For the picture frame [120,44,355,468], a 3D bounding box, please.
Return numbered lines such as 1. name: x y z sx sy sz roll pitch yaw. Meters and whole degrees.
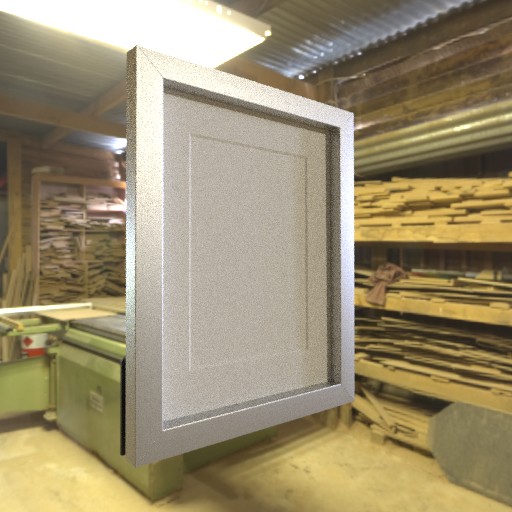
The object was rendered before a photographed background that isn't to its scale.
1. picture frame: 0.000 0.000 0.512 0.307 0.386 0.036 0 -1 -38
